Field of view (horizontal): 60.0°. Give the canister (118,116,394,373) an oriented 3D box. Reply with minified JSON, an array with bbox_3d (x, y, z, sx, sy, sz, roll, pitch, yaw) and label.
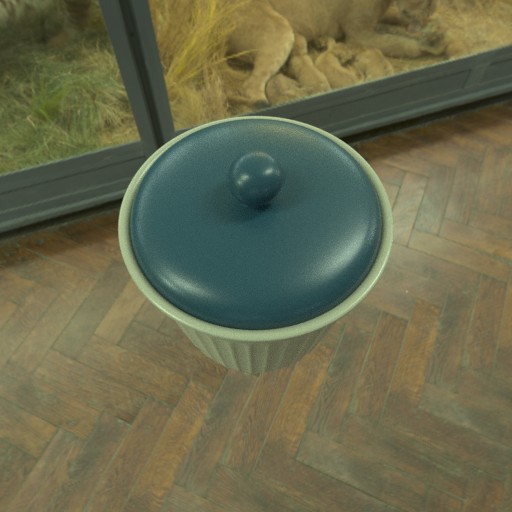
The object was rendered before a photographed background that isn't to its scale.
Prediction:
[{"bbox_3d":[0.000,0.000,0.344,0.181,0.211,0.181,0,59,0],"label":"canister"}]
